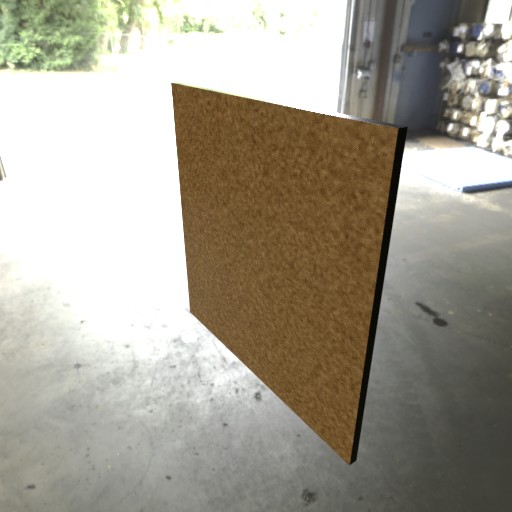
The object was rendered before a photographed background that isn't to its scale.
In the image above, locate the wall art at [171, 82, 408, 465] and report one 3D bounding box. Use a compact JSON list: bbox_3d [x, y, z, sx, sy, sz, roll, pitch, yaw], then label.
[{"bbox_3d":[0.000,0.000,0.657,0.014,0.445,0.446,-19,33,-32],"label":"wall art"}]
